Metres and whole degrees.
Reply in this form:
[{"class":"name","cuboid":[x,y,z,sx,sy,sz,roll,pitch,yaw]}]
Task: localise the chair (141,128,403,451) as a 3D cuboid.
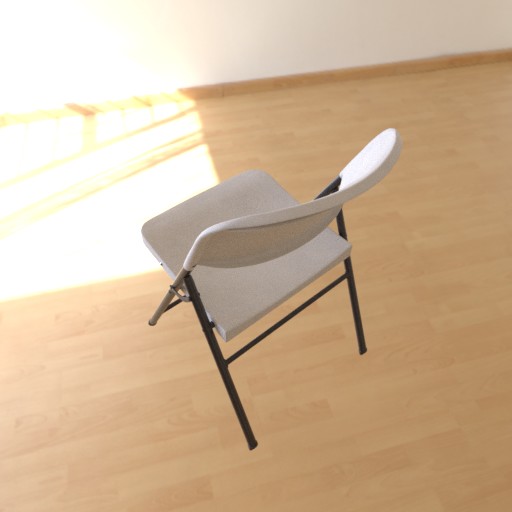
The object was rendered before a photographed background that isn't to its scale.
[{"class":"chair","cuboid":[0.000,0.000,1.173,0.494,0.810,0.566,-32,55,-26]}]
